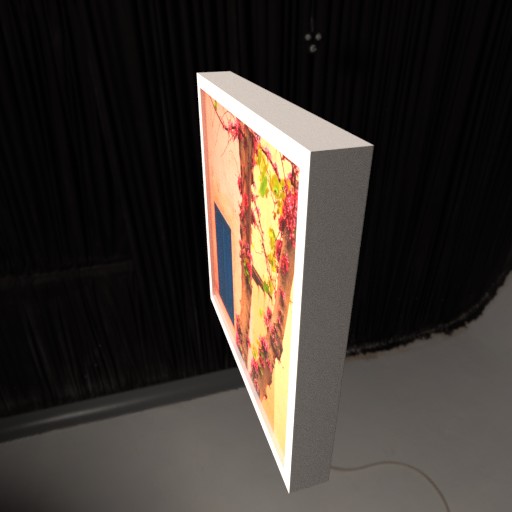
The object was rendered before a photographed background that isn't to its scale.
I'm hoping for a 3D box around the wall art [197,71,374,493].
[{"bbox_3d":[0.000,0.000,0.439,0.038,0.302,0.305,-9,31,-15],"label":"wall art"}]
